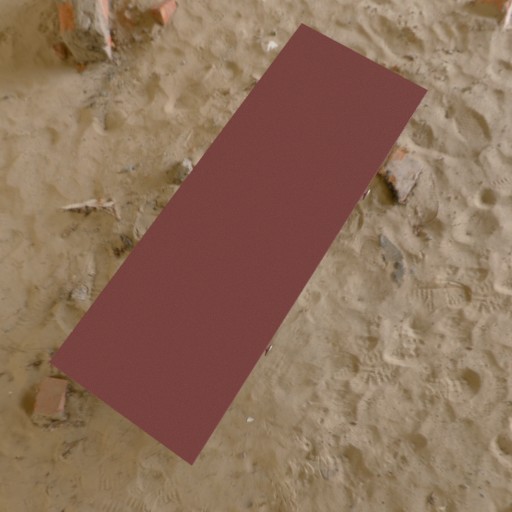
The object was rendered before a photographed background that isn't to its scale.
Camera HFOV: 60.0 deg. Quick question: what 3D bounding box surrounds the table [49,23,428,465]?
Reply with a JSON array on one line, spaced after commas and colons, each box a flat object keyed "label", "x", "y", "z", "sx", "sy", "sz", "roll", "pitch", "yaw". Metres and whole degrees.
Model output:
[{"label": "table", "x": 0.000, "y": 0.000, "z": 1.426, "sx": 0.397, "sy": 0.753, "sz": 1.068, "roll": 32, "pitch": 78, "yaw": 8}]
